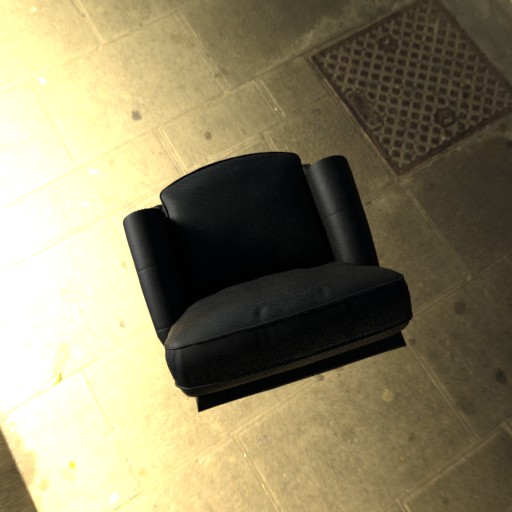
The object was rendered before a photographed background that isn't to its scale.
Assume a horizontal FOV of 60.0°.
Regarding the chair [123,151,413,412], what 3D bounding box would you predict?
[{"bbox_3d":[0.000,0.000,1.777,0.936,1.018,0.986,-16,76,-4],"label":"chair"}]
